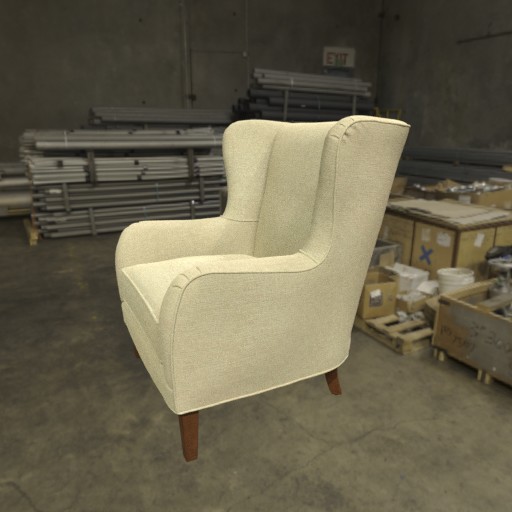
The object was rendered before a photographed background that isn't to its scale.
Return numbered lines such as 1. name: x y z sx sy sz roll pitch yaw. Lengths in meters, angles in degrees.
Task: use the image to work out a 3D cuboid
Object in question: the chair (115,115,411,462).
1. chair: 0.000 0.000 1.744 0.966 1.040 0.838 -8 18 -25
